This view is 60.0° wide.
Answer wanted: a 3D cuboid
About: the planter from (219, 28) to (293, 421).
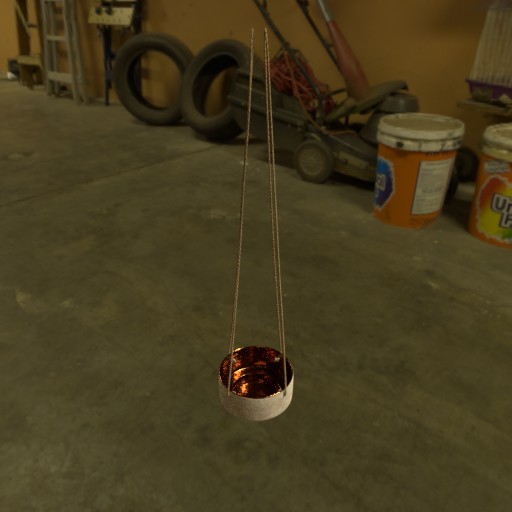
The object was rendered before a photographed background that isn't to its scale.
[{"bbox_3d":[0.000,0.000,1.127,0.223,1.030,0.223,-1,29,-2],"label":"planter"}]
